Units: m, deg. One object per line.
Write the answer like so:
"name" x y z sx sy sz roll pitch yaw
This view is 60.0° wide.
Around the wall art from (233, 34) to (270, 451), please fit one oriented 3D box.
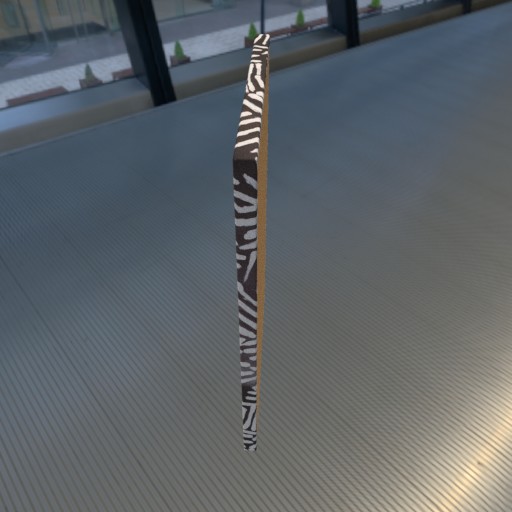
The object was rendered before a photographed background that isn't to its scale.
"wall art" 0.000 0.000 1.167 0.035 0.918 0.615 2 42 2
